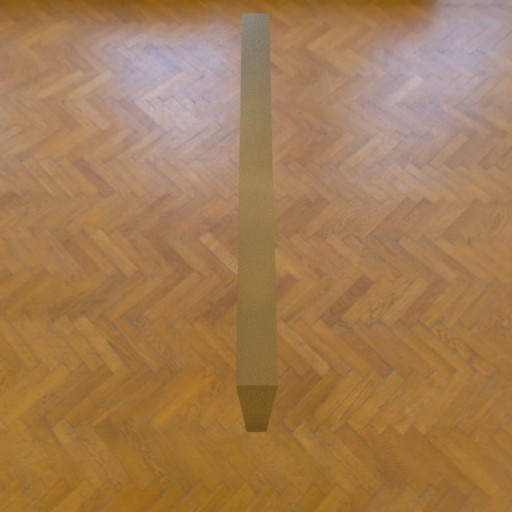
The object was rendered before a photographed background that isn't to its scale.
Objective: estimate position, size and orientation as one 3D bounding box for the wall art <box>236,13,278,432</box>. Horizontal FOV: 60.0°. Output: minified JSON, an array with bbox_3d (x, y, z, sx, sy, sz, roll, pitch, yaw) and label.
[{"bbox_3d":[0.000,0.000,0.738,0.038,0.508,0.507,0,64,0],"label":"wall art"}]
